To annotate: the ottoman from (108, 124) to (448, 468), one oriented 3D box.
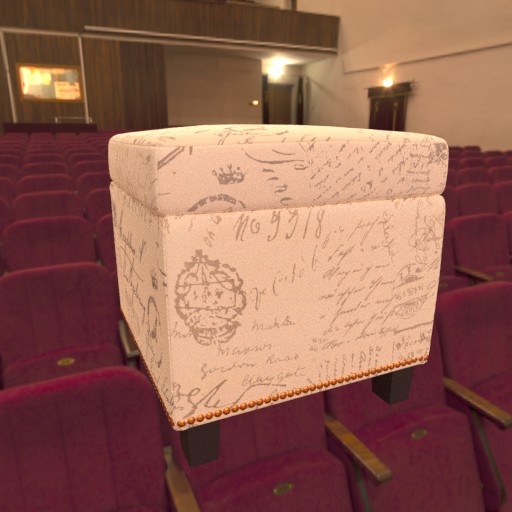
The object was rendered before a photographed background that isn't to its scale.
[{"bbox_3d":[0.000,0.000,0.806,0.449,0.457,0.450,-7,17,-24],"label":"ottoman"}]
